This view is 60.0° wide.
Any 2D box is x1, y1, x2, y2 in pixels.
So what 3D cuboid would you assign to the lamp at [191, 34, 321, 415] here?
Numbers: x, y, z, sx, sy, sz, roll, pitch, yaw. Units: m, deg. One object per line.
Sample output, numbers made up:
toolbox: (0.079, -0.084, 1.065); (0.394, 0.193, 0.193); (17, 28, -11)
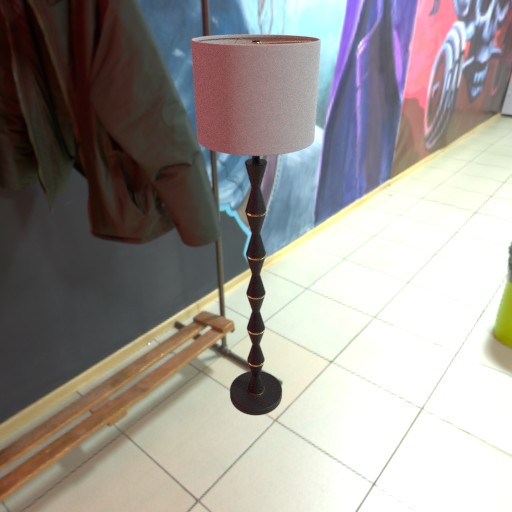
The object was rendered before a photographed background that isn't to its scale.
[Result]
lamp: (0.000, 0.000, 1.678); (0.381, 1.480, 0.381); (-9, 31, -15)
